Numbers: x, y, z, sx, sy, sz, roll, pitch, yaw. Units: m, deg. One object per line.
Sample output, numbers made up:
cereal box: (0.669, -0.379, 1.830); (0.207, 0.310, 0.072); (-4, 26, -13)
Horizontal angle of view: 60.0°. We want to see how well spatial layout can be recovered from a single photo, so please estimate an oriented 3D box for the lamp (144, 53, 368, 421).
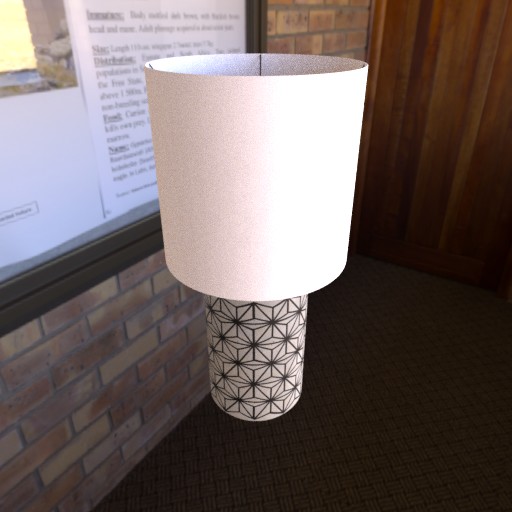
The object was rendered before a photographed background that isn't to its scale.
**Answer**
lamp: (0.000, 0.000, 0.517); (0.206, 0.416, 0.206); (1, 29, 2)
